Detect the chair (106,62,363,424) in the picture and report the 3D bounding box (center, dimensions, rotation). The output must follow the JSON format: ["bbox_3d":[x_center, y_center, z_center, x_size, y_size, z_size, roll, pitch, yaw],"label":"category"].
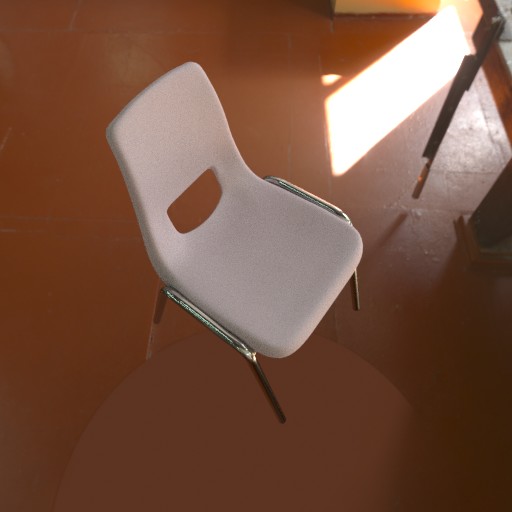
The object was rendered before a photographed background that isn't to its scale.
[{"bbox_3d":[0.000,0.000,0.925,0.436,0.653,0.381,32,65,17],"label":"chair"}]
